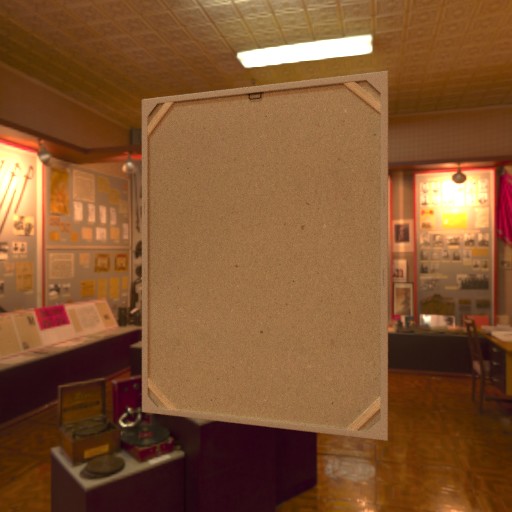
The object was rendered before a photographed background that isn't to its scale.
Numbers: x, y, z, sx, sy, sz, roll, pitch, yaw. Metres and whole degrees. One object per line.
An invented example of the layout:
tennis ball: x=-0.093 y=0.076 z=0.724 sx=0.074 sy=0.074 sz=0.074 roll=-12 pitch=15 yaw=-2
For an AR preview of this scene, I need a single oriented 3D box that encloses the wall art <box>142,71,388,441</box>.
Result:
wall art: x=0.000 y=0.000 z=1.602 sx=0.914 sy=1.212 sz=0.038 roll=0 pitch=0 yaw=17
